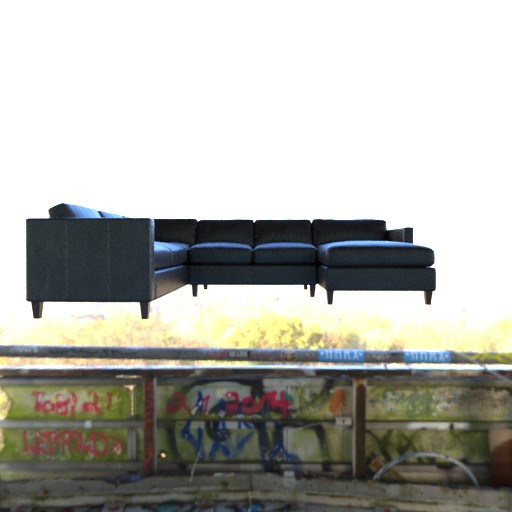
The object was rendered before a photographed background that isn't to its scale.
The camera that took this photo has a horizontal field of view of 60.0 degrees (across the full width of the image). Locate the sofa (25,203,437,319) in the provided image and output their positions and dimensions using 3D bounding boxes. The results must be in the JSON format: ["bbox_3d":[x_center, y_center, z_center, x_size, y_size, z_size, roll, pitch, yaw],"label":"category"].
[{"bbox_3d":[0.000,0.000,4.414,3.324,0.891,2.452,0,1,1],"label":"sofa"}]
